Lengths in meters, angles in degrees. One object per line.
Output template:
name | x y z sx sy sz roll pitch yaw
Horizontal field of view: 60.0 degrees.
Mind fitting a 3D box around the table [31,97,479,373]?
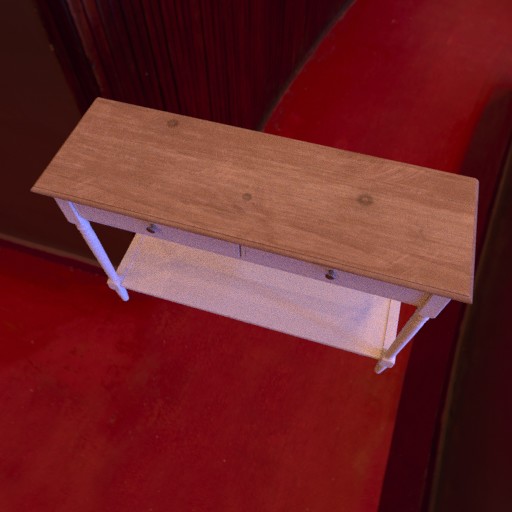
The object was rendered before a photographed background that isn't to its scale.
table | 0.000 0.000 1.600 1.219 0.800 0.399 14 60 9
